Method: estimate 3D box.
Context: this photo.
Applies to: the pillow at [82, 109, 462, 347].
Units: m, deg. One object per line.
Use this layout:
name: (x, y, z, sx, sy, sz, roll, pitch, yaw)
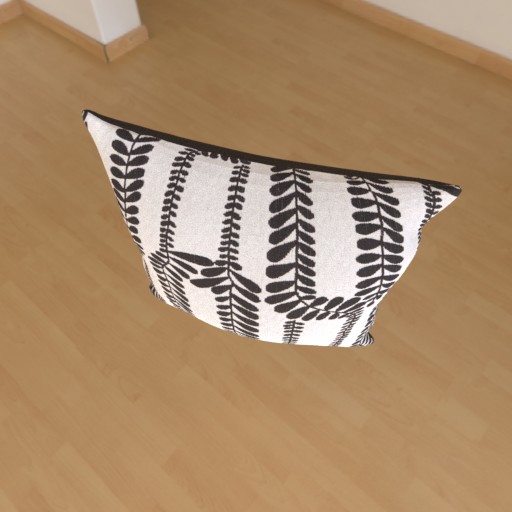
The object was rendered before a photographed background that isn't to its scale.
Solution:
pillow: (0.000, 0.000, 0.661, 0.440, 0.441, 0.182, 13, 58, 8)
